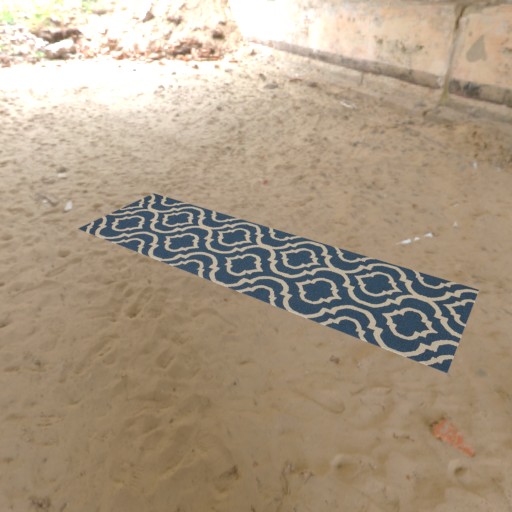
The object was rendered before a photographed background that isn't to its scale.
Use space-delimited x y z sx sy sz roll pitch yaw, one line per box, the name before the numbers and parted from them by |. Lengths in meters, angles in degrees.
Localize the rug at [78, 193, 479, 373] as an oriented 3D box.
rug | 0.000 0.000 2.575 2.296 0.006 0.685 19 36 28
